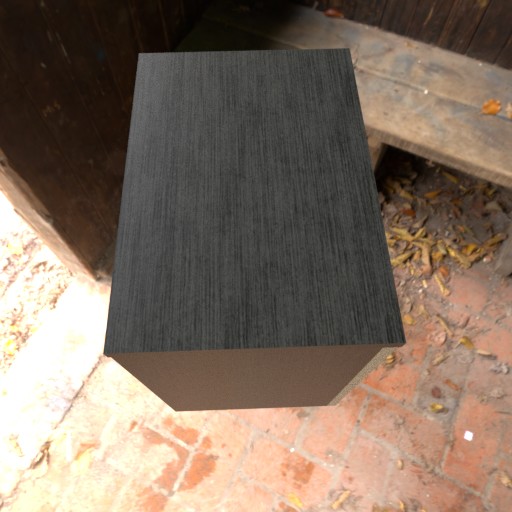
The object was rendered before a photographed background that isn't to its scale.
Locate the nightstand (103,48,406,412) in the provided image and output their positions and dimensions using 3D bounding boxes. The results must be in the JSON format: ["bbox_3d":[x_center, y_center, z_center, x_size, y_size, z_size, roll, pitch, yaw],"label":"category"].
[{"bbox_3d":[0.000,0.000,0.755,0.325,0.460,0.441,-2,63,-1],"label":"nightstand"}]
